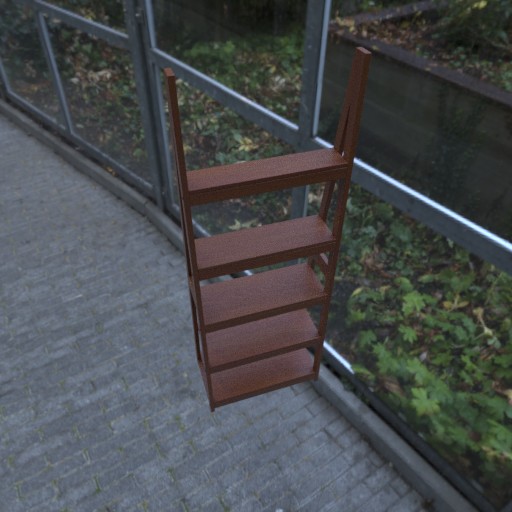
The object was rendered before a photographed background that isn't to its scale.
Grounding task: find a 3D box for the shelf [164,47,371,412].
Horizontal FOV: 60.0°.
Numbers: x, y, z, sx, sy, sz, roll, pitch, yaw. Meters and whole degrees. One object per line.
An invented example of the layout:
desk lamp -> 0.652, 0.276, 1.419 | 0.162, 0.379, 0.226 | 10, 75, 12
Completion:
shelf -> 0.000, 0.000, 1.993 | 0.630, 1.780, 0.356 | -12, 43, -14
